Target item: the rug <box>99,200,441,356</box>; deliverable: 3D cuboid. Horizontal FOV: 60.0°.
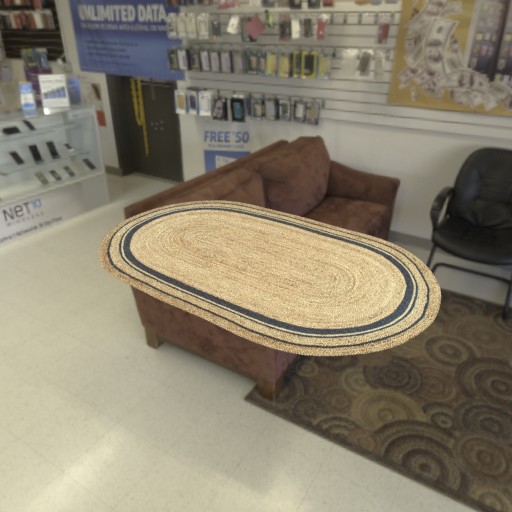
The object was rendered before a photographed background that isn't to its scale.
[{"bbox_3d":[0.000,0.000,3.064,2.432,0.006,1.520,18,34,30],"label":"rug"}]
